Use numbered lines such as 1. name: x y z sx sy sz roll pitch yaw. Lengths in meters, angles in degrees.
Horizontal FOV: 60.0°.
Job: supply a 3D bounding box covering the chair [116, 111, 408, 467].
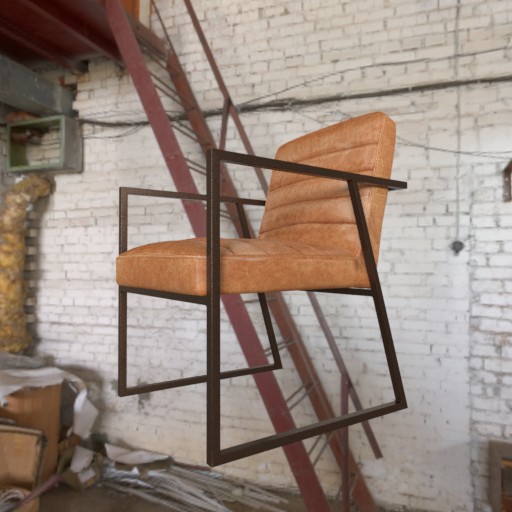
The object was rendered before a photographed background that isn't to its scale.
1. chair: 0.000 0.000 1.272 0.677 0.832 0.571 1 -1 -35
